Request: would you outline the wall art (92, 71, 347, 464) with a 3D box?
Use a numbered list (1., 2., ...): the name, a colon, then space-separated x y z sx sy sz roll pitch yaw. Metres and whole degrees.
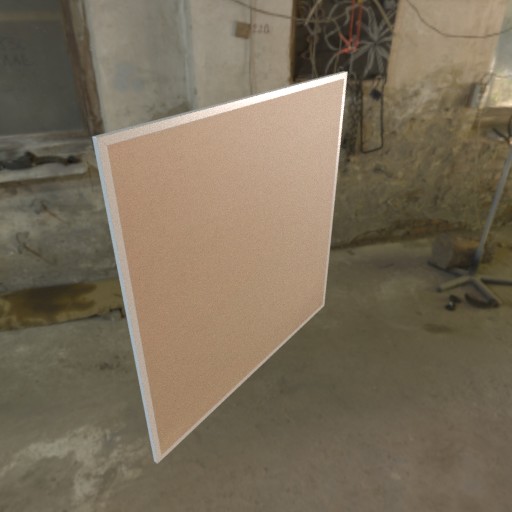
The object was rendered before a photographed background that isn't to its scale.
1. wall art: 0.000 0.000 1.164 0.012 0.809 0.809 22 37 32
